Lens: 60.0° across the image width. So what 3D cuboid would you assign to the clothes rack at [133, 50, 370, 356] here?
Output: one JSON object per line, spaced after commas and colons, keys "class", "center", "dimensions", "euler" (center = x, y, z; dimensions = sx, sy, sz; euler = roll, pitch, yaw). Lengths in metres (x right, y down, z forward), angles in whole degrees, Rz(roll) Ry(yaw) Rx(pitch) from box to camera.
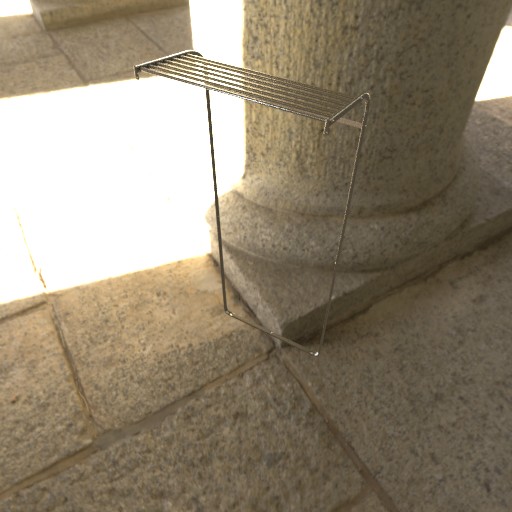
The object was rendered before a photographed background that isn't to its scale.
{"class": "clothes rack", "center": [0.000, 0.000, 1.831], "dimensions": [0.609, 1.574, 0.349], "euler": [23, 51, 20]}
